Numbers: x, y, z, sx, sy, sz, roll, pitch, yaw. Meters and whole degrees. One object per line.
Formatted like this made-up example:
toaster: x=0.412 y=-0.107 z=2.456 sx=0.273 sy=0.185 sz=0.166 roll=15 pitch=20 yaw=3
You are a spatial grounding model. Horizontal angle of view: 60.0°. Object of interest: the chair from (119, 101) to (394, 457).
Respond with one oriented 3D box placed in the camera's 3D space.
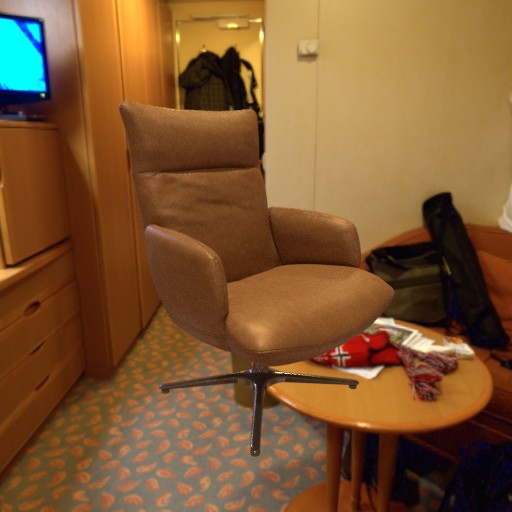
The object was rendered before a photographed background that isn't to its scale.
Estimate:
chair: x=0.000 y=0.000 z=1.547 sx=0.711 sy=1.027 sz=0.794 roll=-14 pitch=20 yaw=-43
